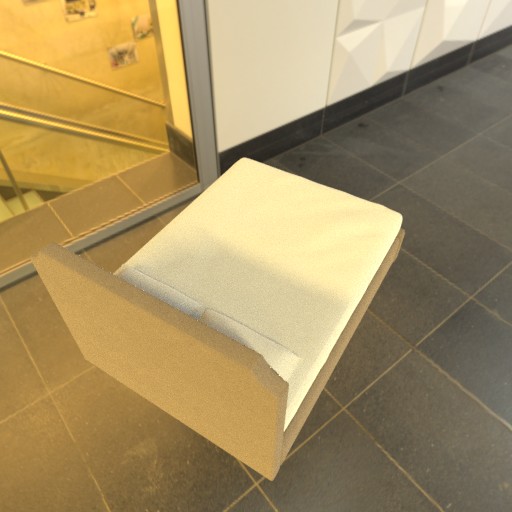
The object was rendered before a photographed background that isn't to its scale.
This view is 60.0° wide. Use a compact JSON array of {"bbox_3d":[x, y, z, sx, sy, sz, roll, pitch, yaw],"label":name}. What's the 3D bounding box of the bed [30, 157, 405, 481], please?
[{"bbox_3d":[0.000,0.000,3.387,1.703,1.415,2.329,24,51,21],"label":"bed"}]
